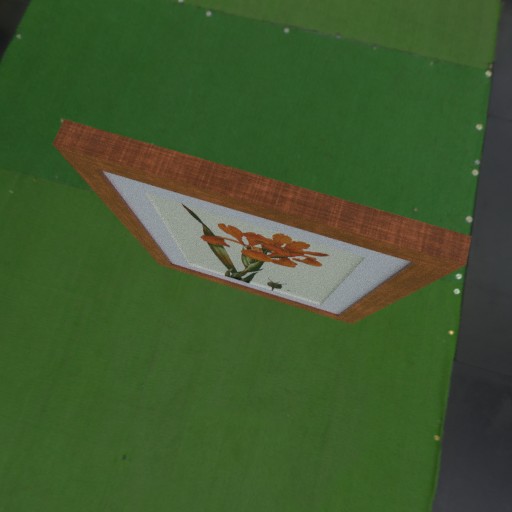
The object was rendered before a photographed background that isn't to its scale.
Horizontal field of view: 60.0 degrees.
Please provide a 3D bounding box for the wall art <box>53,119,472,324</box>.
[{"bbox_3d":[0.000,0.000,0.756,0.467,0.567,0.033,17,76,4],"label":"wall art"}]
